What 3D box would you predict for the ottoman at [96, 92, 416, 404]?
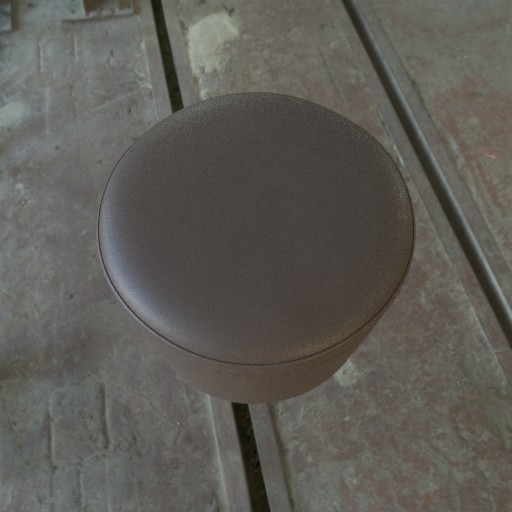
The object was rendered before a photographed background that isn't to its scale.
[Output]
[{"bbox_3d":[0.000,0.000,0.846,0.500,0.409,0.500,0,64,0],"label":"ottoman"}]
